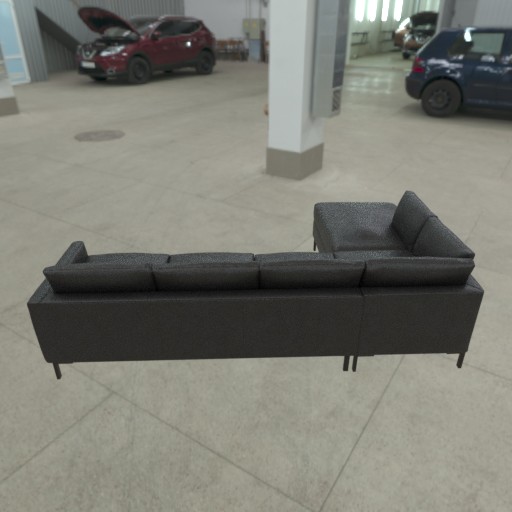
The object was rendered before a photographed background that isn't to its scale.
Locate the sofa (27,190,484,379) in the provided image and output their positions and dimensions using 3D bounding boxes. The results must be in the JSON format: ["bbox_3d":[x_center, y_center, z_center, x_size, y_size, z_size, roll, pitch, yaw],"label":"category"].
[{"bbox_3d":[0.000,0.000,3.770,2.984,0.877,1.938,-1,28,-2],"label":"sofa"}]
